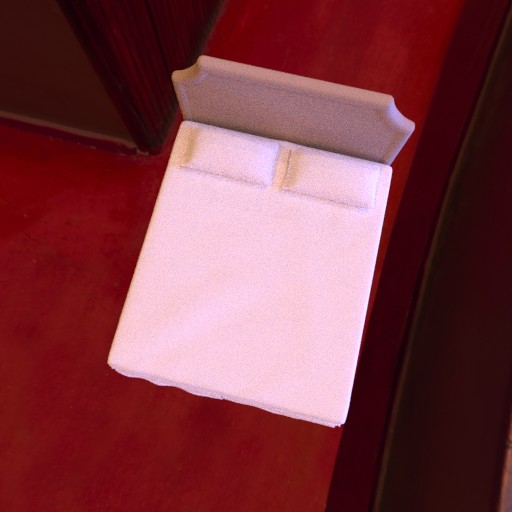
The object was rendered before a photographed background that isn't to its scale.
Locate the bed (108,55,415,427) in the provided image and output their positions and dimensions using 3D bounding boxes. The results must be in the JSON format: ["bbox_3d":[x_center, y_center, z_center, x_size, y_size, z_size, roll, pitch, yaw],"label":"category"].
[{"bbox_3d":[0.000,0.000,4.094,2.350,1.590,2.773,13,77,3],"label":"bed"}]
